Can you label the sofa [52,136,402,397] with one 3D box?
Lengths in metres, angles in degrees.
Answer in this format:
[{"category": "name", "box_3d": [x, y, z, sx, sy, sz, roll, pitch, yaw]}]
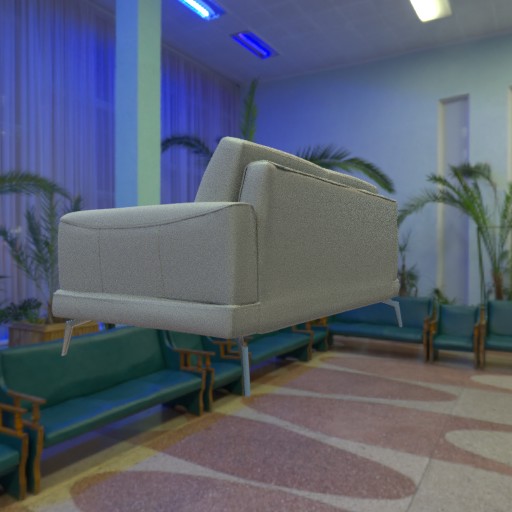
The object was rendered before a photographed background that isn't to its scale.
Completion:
[{"category": "sofa", "box_3d": [0.000, 0.000, 2.459, 1.121, 0.930, 1.819, 0, 0, 35]}]
